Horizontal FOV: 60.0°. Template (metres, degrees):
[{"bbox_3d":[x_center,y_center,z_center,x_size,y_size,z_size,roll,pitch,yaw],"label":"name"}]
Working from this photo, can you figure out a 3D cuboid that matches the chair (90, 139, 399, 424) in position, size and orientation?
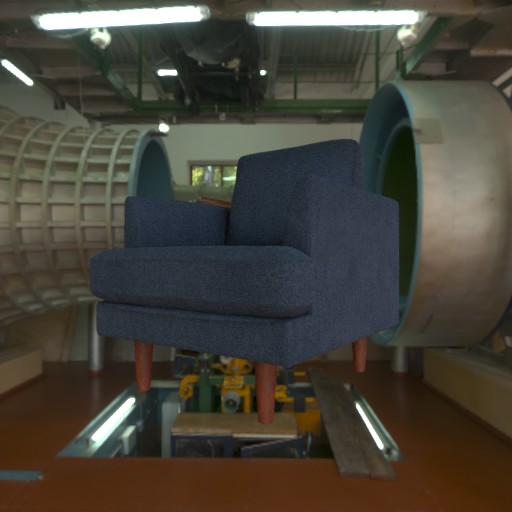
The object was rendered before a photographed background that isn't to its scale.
[{"bbox_3d":[0.000,0.000,1.686,0.858,0.957,0.899,0,0,35],"label":"chair"}]
